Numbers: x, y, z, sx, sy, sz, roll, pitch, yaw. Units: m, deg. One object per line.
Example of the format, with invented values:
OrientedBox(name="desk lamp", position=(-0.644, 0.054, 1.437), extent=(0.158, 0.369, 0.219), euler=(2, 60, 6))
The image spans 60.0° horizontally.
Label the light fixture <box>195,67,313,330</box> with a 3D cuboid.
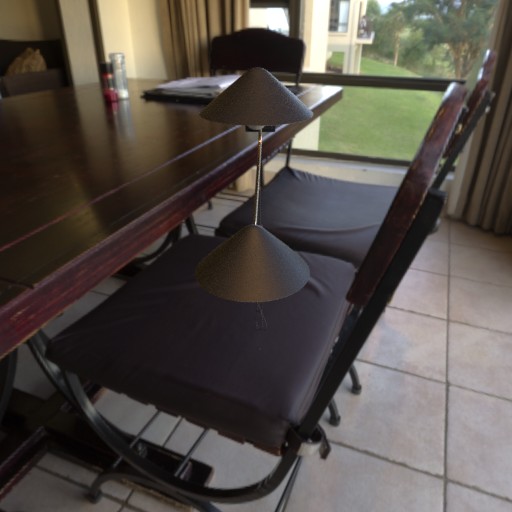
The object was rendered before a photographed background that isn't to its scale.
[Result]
OrientedBox(name="light fixture", position=(0.000, 0.000, 0.856), extent=(0.189, 0.665, 0.422), euler=(1, 29, 2))
